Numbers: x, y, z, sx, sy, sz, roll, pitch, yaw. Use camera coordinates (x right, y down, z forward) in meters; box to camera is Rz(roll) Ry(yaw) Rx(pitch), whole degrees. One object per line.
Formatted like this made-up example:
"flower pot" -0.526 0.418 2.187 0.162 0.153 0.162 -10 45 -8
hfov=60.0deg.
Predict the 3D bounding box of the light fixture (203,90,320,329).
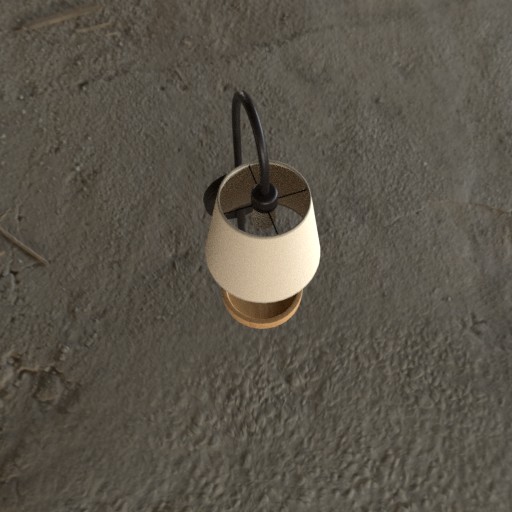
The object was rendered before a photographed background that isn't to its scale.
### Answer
"light fixture" 0.000 0.000 0.958 0.220 0.821 0.299 -17 64 -8
